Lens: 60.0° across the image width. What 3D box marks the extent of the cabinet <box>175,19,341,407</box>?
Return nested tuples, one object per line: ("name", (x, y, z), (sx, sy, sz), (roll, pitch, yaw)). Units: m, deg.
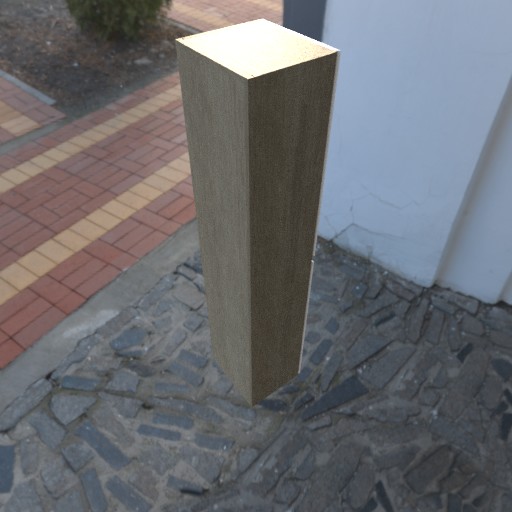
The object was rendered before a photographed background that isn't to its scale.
("cabinet", (0.000, 0.000, 1.544), (0.270, 1.400, 0.300), (-28, 50, -26))
